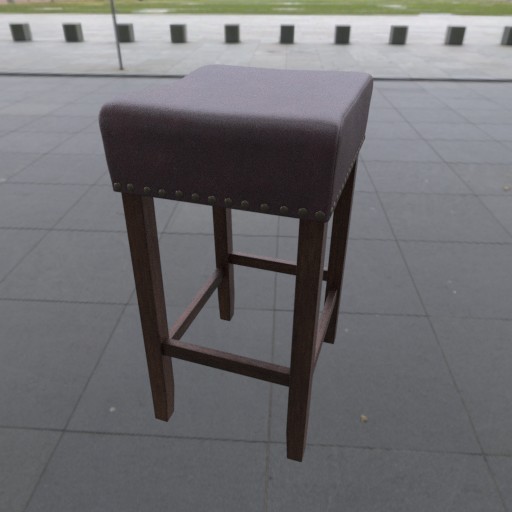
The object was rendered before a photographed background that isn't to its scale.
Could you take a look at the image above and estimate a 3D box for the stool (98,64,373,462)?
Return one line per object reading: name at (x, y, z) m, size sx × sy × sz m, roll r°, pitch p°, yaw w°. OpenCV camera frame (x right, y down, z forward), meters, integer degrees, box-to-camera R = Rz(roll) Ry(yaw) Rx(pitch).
stool at (0.000, 0.000, 1.040) m, size 0.401 × 0.769 × 0.465 m, roll 10°, pitch 33°, yaw 16°
